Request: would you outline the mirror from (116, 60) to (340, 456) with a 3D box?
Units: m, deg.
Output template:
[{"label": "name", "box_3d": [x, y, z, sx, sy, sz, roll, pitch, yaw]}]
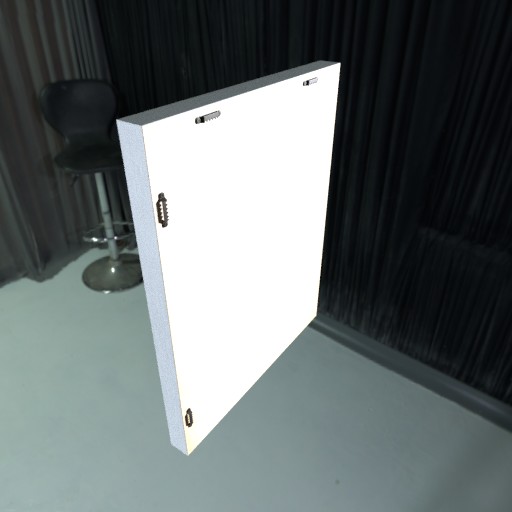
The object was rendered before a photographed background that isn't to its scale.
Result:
[{"label": "mirror", "box_3d": [0.000, 0.000, 0.691, 0.041, 0.509, 0.406, 21, 38, 29]}]
